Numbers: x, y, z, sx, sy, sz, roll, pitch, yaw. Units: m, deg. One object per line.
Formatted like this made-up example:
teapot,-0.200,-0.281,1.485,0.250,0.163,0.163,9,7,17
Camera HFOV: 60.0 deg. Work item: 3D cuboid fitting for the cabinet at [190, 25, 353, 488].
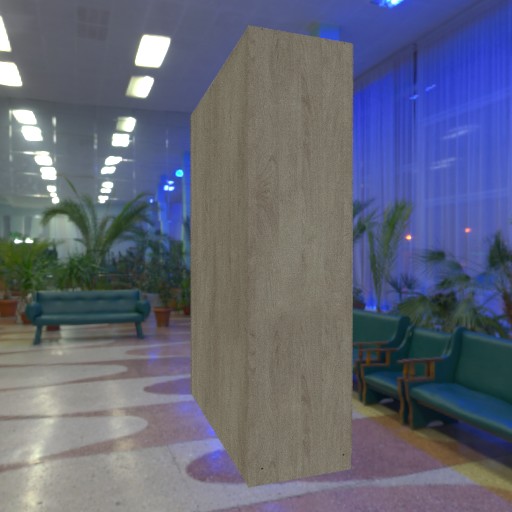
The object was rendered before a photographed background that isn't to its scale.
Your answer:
cabinet,0.000,0.000,2.523,0.510,1.910,1.290,0,1,-19
